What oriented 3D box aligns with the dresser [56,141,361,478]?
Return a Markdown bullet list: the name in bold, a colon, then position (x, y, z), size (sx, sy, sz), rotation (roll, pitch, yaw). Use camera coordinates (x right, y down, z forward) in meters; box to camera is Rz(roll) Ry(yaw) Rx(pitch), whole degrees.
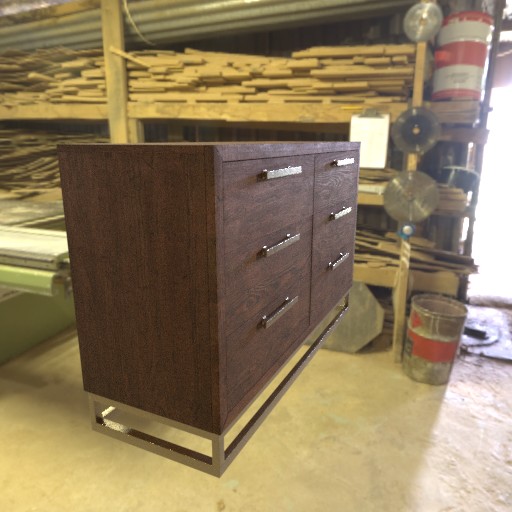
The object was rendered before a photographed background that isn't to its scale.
- **dresser**: position (0.000, 0.000, 2.137), size (0.623, 1.061, 1.646), rotation (7, 16, 25)
